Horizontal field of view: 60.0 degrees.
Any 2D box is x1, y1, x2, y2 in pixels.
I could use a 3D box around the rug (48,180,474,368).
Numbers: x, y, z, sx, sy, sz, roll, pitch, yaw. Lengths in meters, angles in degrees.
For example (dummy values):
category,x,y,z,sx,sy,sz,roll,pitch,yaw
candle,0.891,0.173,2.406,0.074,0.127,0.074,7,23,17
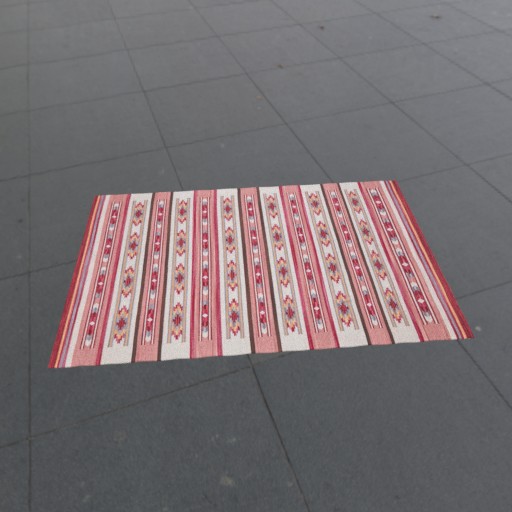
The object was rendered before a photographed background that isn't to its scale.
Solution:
category,x,y,z,sx,sy,sz,roll,pitch,yaw
rug,0.000,0.000,3.042,2.431,0.010,1.535,-3,46,-3
